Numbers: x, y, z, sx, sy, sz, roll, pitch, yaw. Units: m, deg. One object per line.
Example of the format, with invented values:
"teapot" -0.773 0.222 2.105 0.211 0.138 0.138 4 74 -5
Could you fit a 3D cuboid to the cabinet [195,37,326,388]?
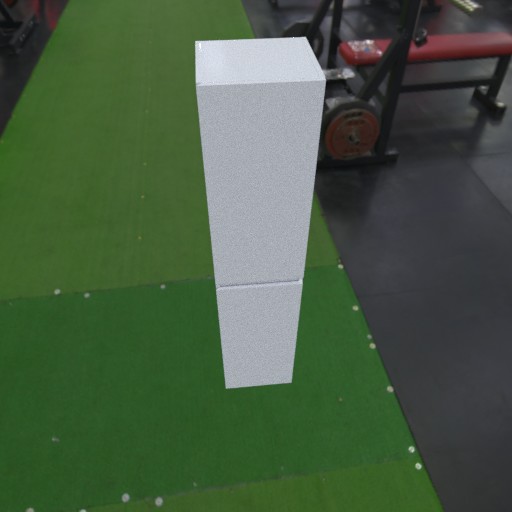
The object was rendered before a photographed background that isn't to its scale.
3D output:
"cabinet" 0.000 0.000 1.604 0.300 1.400 0.270 -4 46 -4
